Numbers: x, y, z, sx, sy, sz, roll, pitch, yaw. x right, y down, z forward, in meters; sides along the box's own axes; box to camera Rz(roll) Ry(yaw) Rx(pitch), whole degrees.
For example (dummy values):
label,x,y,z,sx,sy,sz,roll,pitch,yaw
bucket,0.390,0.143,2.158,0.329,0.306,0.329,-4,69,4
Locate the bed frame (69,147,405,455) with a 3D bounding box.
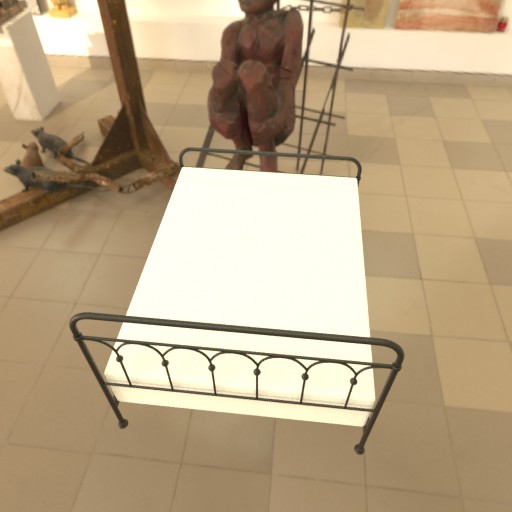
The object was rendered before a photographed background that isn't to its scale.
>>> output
label,x,y,z,sx,sy,sz,roll,pitch,yaw
bed frame,0.000,0.000,3.240,1.664,1.276,2.203,4,46,4
